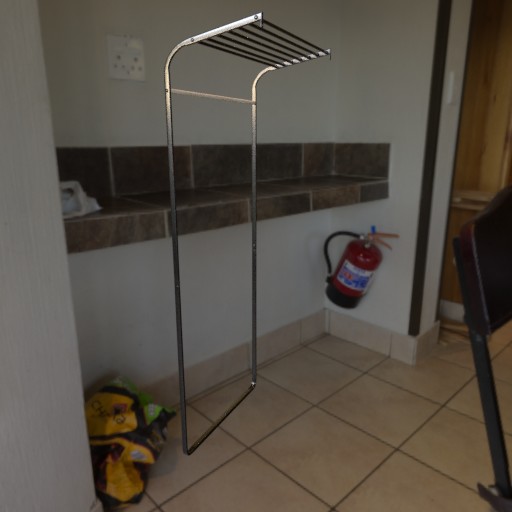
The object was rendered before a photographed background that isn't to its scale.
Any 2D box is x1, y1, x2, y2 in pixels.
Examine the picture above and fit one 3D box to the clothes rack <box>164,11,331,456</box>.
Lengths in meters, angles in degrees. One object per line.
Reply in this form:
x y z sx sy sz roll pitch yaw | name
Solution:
0.000 0.000 1.754 0.349 1.574 0.609 8 17 26 | clothes rack
